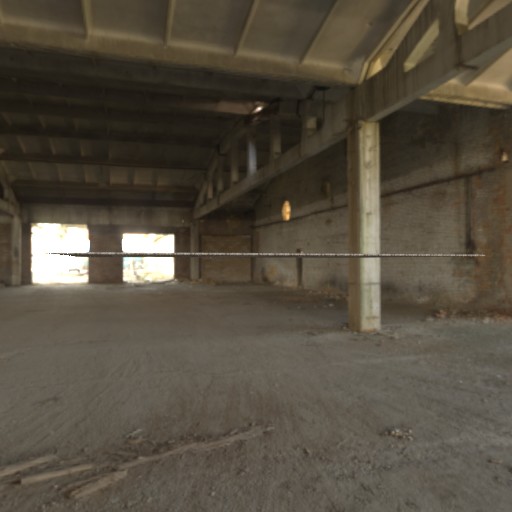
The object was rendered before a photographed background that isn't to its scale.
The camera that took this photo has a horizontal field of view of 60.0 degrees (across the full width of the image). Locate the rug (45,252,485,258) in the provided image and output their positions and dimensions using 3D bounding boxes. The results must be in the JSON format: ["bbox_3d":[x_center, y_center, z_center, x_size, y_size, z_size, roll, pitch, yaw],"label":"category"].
[{"bbox_3d":[0.000,0.000,3.075,2.464,0.010,1.549,0,-1,-18],"label":"rug"}]
